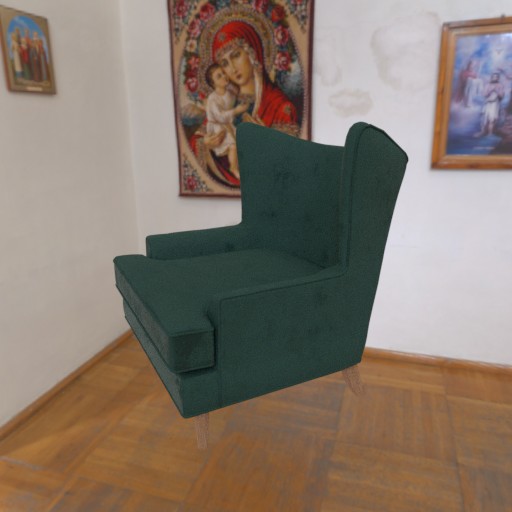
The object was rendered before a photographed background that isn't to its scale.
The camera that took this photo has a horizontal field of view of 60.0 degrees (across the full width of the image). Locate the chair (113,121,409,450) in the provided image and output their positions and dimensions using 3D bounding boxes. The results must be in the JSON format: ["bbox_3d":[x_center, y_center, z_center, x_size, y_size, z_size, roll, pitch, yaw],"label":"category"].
[{"bbox_3d":[0.000,0.000,1.641,0.910,0.952,0.793,-9,19,-26],"label":"chair"}]
